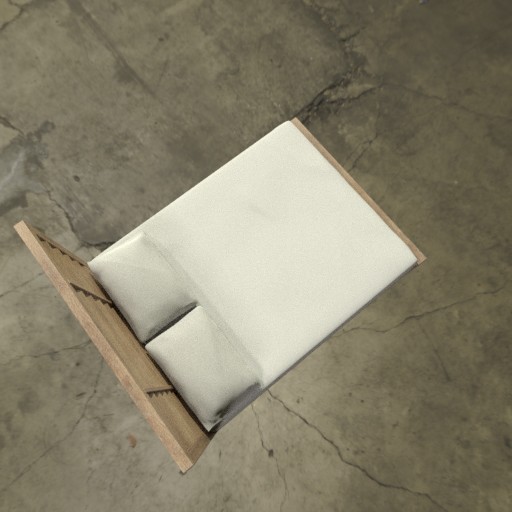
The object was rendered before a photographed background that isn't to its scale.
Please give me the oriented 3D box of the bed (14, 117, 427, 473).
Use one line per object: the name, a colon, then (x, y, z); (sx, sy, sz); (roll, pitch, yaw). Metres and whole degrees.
bed: (0.000, 0.000, 3.280); (2.197, 1.626, 1.626); (-38, 78, -9)
